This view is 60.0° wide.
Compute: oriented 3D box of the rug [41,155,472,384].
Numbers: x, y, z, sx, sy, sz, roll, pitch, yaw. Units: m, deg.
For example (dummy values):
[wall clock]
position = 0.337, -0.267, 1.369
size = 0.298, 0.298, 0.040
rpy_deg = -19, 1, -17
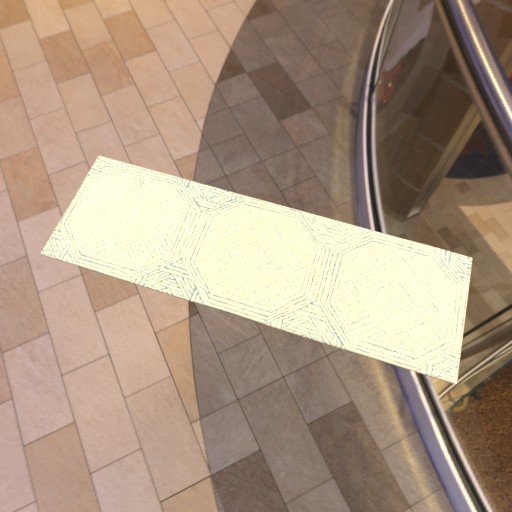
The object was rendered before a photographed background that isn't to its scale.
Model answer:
[rug]
position = 0.000, 0.000, 2.636
size = 2.452, 0.012, 0.775
rpy_deg = 16, 65, 8
